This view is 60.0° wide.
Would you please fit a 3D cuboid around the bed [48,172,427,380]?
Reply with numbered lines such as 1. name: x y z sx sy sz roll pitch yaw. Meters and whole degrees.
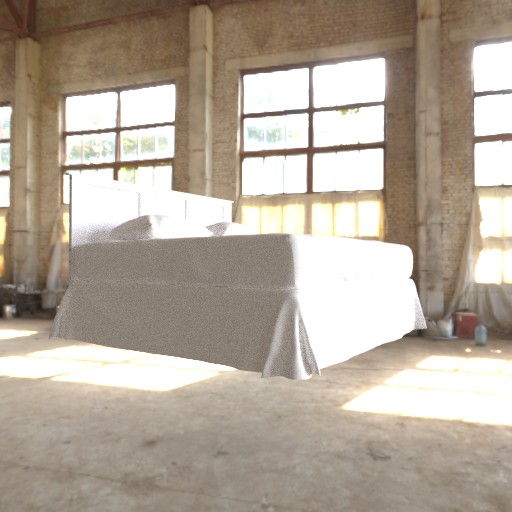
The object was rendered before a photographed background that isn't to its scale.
1. bed: 0.000 0.000 3.606 2.215 1.273 2.317 -1 -1 36
